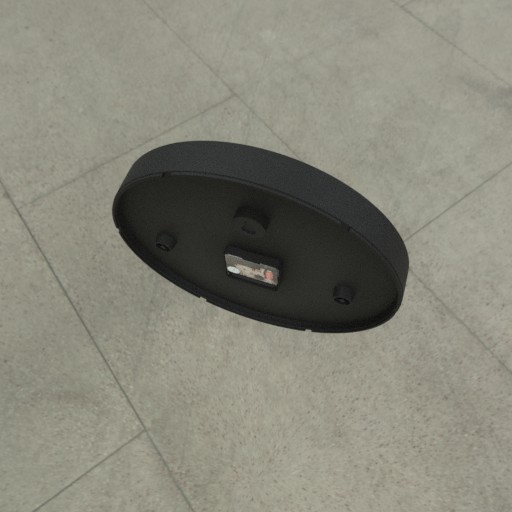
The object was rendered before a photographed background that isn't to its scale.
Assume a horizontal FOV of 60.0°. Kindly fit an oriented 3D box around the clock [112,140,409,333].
[{"bbox_3d":[0.000,0.000,0.450,0.293,0.293,0.040,16,64,8],"label":"clock"}]
